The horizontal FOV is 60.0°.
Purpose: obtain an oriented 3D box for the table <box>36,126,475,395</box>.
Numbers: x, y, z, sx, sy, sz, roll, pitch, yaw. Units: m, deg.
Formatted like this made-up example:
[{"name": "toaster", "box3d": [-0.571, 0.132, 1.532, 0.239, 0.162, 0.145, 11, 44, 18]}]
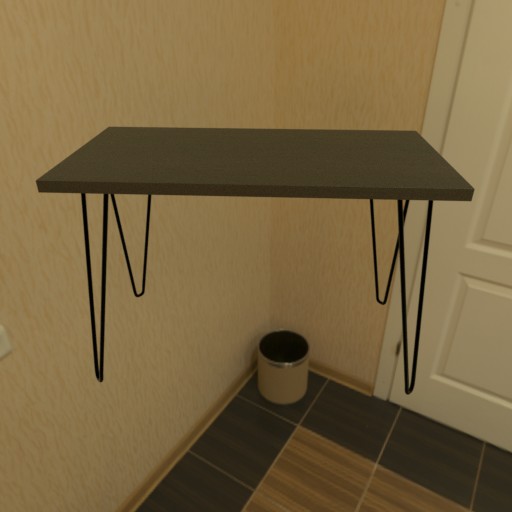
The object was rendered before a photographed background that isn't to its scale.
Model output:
[{"name": "table", "box3d": [0.000, 0.000, 1.379, 0.991, 0.660, 0.499, 2, 30, 3]}]
